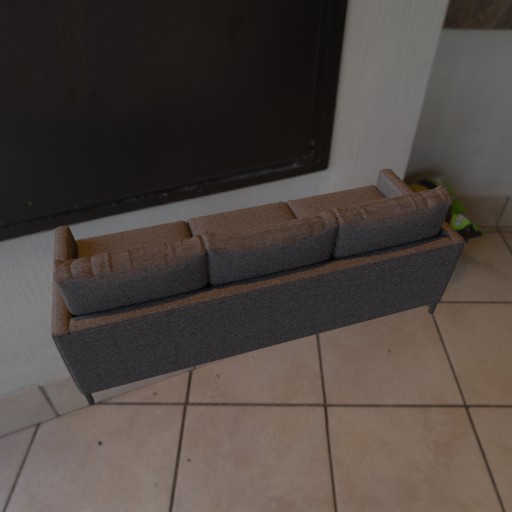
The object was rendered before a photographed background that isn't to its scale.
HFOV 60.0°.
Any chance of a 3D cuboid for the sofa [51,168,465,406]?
[{"bbox_3d":[0.000,0.000,2.678,2.253,0.882,0.876,-12,43,-13],"label":"sofa"}]
